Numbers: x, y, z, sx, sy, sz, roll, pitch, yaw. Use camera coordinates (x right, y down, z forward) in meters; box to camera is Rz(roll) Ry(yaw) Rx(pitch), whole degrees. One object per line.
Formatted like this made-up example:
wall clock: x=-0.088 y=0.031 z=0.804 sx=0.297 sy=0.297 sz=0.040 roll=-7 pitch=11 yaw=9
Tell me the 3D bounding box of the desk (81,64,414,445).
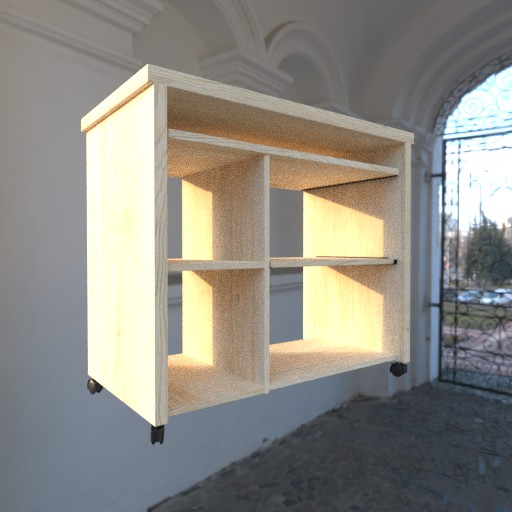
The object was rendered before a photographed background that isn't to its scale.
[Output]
desk: x=0.000 y=0.000 z=1.332 sx=0.885 sy=0.770 sz=0.480 roll=-1 pitch=1 yaw=-37
